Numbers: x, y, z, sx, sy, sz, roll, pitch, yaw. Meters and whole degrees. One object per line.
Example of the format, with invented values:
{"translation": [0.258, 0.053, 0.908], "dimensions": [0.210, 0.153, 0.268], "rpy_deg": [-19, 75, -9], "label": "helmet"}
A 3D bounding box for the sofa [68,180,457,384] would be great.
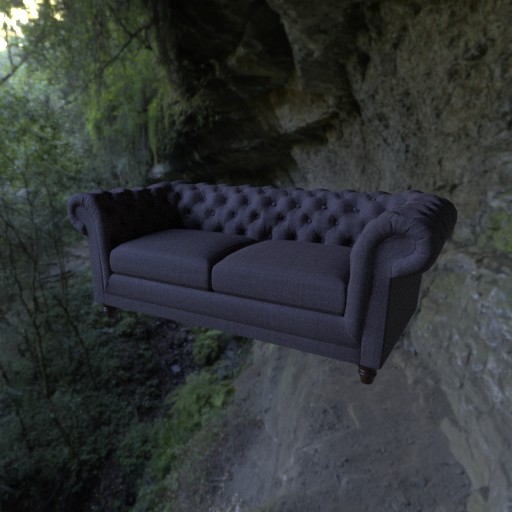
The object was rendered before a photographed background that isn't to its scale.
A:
{"translation": [0.000, 0.000, 2.564], "dimensions": [2.048, 0.780, 0.944], "rpy_deg": [8, 16, 28], "label": "sofa"}
